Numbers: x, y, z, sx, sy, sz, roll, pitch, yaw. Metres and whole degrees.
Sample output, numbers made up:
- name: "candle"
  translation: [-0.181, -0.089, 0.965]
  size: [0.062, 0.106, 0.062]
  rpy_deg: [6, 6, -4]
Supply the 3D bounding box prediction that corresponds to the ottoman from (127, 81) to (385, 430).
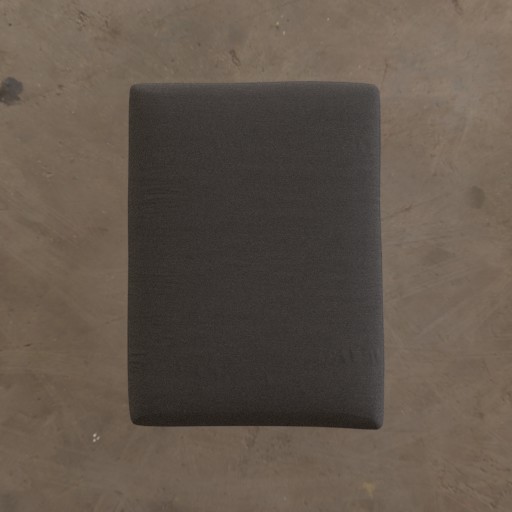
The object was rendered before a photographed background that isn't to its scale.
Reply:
- name: "ottoman"
  translation: [0.000, 0.000, 1.169]
  size: [0.569, 0.500, 0.771]
  rpy_deg: [0, 89, 0]
